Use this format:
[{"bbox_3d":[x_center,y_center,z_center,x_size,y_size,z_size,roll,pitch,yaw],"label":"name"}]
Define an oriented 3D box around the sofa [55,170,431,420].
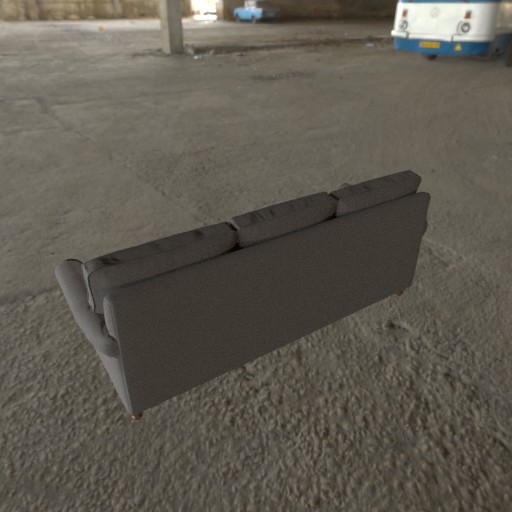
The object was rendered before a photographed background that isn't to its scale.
[{"bbox_3d":[0.000,0.000,2.913,2.353,0.948,0.966,-19,35,-28],"label":"sofa"}]
